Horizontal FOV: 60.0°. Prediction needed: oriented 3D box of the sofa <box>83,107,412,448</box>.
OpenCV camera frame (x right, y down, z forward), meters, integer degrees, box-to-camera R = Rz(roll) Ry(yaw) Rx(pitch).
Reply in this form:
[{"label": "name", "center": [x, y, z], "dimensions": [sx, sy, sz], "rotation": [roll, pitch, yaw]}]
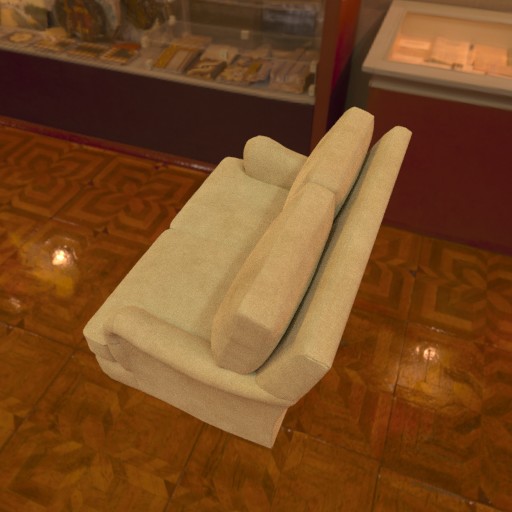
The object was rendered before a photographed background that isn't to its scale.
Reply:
[{"label": "sofa", "center": [0.000, 0.000, 2.220], "dimensions": [1.086, 1.087, 1.498], "rotation": [17, 49, 16]}]
